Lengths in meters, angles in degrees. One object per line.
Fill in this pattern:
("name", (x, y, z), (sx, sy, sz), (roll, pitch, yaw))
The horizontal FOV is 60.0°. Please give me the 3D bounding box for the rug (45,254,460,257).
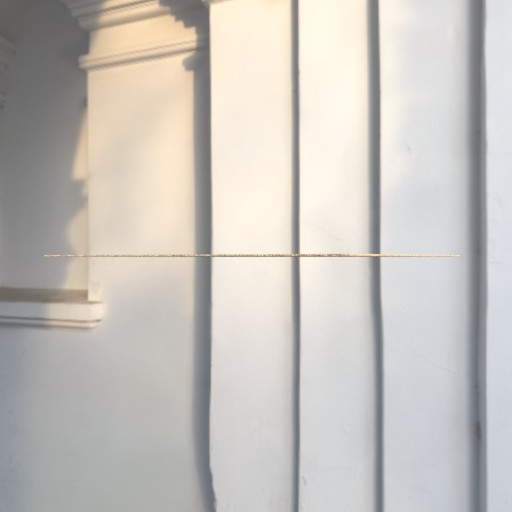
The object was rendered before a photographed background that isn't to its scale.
("rug", (0.000, 0.000, 4.159), (3.034, 0.012, 2.471), (0, 0, 37))
